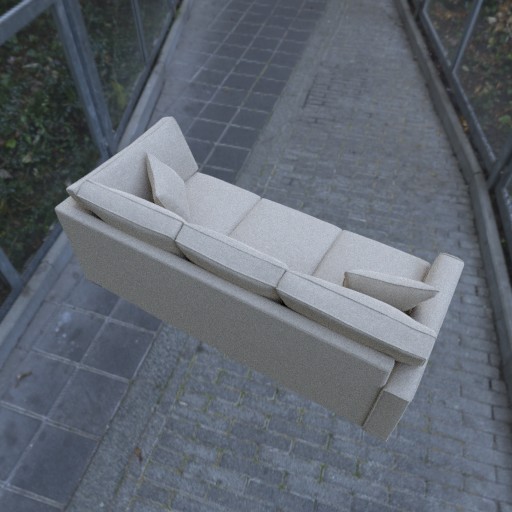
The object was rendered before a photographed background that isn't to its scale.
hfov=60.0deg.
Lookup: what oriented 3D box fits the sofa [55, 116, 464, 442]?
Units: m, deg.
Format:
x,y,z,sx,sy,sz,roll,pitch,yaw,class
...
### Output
x,y,z,sx,sy,sz,roll,pitch,yaw,class
0.000,0.000,2.853,2.317,0.962,1.061,24,53,19,sofa
